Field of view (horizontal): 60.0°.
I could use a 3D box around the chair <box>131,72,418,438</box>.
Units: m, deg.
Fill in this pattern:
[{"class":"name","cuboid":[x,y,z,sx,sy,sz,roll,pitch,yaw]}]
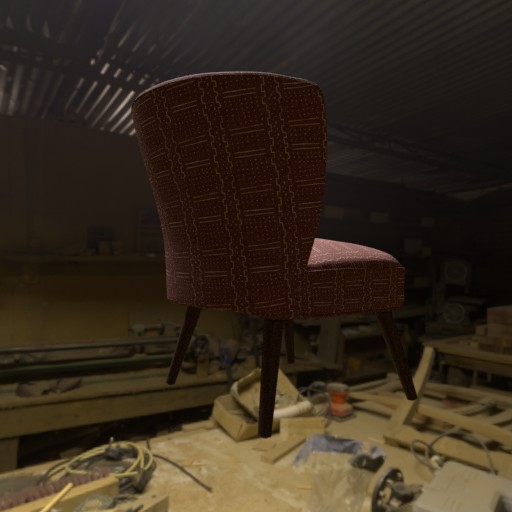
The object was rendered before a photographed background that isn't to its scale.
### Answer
[{"class":"chair","cuboid":[0.000,0.000,1.374,0.758,0.866,0.706,1,-1,-34]}]
